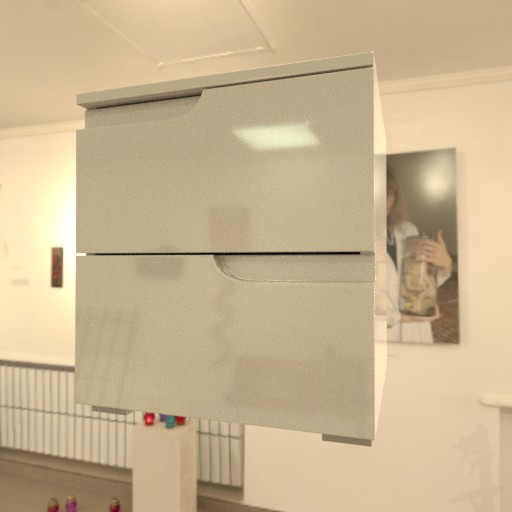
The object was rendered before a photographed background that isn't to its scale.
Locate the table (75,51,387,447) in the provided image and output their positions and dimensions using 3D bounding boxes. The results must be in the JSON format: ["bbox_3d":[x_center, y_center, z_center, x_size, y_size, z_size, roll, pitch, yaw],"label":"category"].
[{"bbox_3d":[0.000,0.000,0.767,0.420,0.470,0.400,0,-1,18],"label":"table"}]
